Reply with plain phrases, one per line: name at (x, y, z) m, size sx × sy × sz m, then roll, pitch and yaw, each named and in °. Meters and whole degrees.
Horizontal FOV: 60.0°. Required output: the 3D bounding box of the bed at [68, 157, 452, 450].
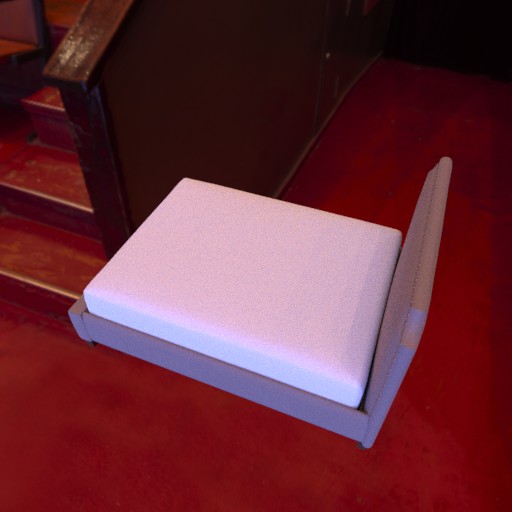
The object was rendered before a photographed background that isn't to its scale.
bed at (0.000, 0.000, 3.366) m, size 2.372 × 1.443 × 1.713 m, roll 16°, pitch 47°, yaw 15°
